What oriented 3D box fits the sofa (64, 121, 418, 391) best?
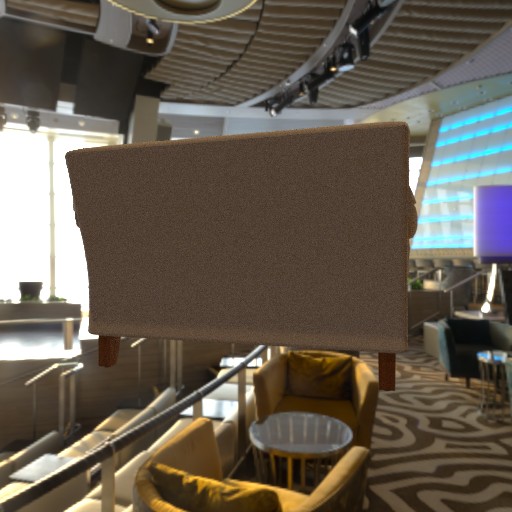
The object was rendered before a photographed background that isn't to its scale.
[{"bbox_3d":[0.000,0.000,2.236,1.508,1.048,1.087,0,0,17],"label":"sofa"}]
